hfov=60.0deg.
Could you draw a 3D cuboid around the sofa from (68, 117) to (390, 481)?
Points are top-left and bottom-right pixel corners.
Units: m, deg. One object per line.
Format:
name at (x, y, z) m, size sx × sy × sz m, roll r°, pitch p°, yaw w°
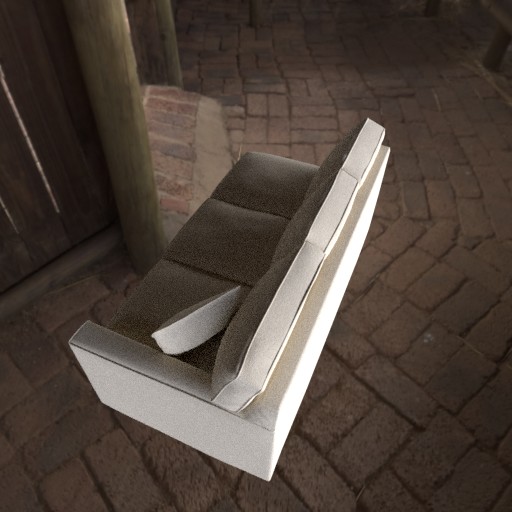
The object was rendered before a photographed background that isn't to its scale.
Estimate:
sofa at (0.000, 0.000, 2.568) m, size 1.034 × 0.946 × 1.963 m, roll 18°, pitch 49°, yaw 16°
